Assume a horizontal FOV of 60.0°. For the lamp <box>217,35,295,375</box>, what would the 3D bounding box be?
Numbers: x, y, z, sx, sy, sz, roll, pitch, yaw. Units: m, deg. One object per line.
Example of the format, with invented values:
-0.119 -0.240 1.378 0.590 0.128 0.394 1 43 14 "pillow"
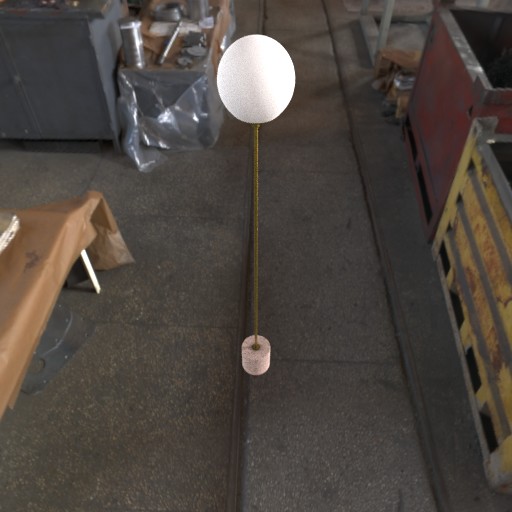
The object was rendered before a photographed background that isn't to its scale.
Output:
0.000 0.000 1.852 0.229 1.748 0.229 -24 51 -21 "lamp"
